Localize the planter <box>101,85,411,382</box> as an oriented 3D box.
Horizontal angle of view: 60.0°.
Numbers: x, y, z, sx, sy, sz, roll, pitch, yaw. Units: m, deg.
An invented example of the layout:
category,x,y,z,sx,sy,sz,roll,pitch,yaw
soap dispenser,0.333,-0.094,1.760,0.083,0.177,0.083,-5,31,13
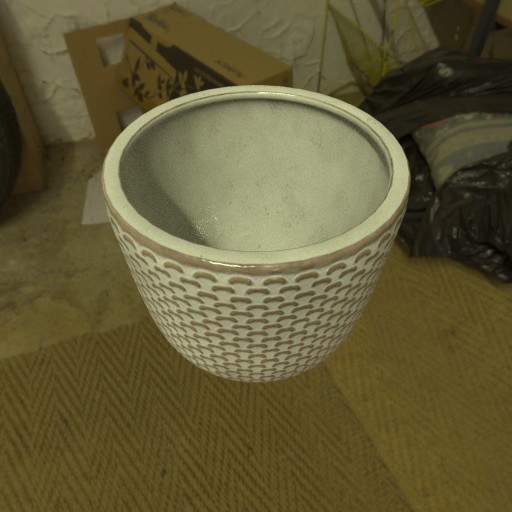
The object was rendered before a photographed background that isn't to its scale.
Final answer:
category,x,y,z,sx,sy,sz,roll,pitch,yaw
planter,0.000,0.000,0.353,0.197,0.191,0.197,0,47,0
